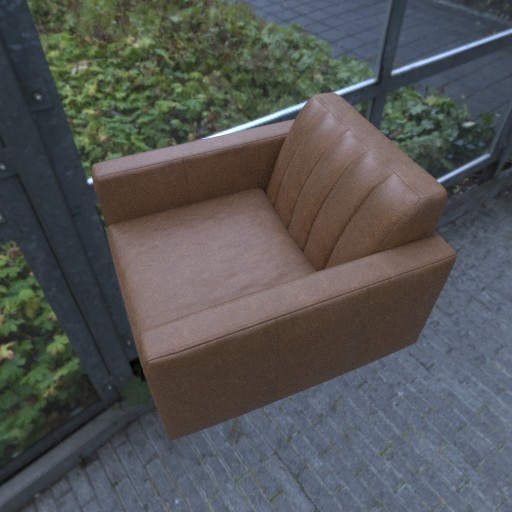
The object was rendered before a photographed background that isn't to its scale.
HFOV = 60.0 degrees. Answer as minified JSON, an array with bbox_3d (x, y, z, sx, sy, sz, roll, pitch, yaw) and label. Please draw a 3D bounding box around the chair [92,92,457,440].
[{"bbox_3d":[0.000,0.000,1.657,0.998,0.819,0.953,-17,49,-15],"label":"chair"}]
